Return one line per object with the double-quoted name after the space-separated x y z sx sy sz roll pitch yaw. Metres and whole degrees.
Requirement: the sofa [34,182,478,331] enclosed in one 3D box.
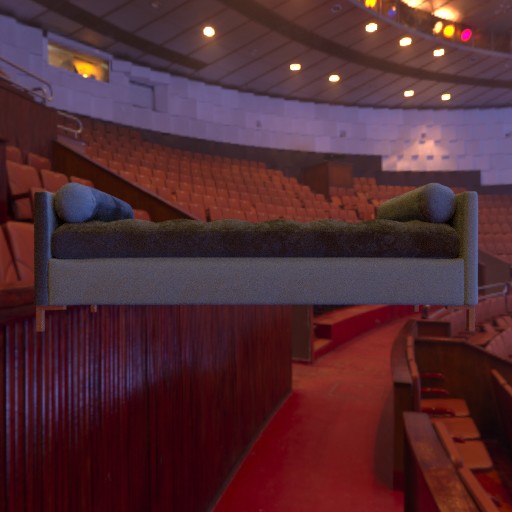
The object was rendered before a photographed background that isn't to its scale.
0.000 0.000 2.444 2.102 0.705 0.796 0 0 0 "sofa"
